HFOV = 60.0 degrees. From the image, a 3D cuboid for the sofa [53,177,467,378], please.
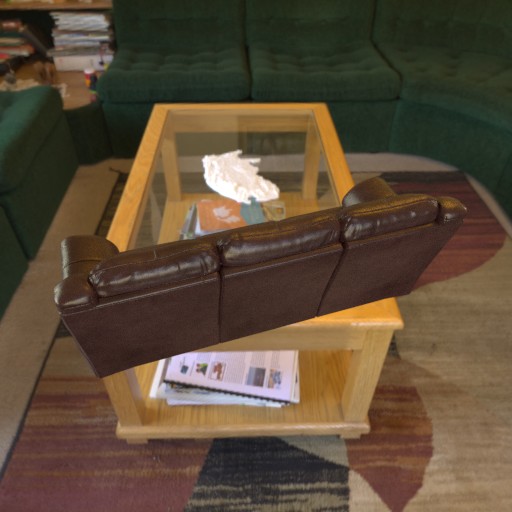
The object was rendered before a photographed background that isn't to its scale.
[{"bbox_3d":[0.000,0.000,2.848,2.337,1.043,0.991,-13,43,-14],"label":"sofa"}]
